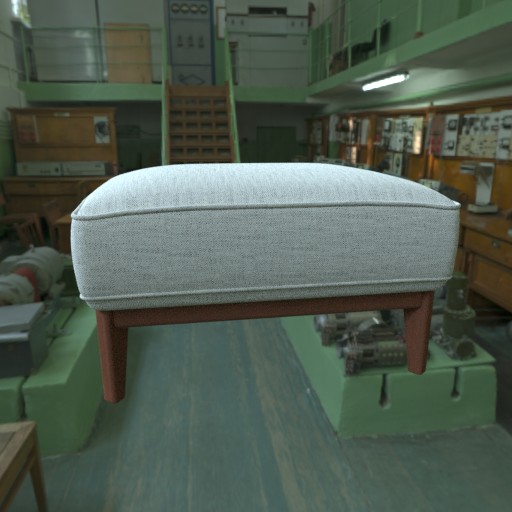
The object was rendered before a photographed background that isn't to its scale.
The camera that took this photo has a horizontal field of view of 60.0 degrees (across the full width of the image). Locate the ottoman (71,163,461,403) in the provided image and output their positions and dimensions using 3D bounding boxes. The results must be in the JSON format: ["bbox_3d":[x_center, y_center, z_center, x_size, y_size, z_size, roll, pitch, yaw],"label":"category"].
[{"bbox_3d":[0.000,0.000,1.165,0.794,0.465,0.594,-3,15,-9],"label":"ottoman"}]
